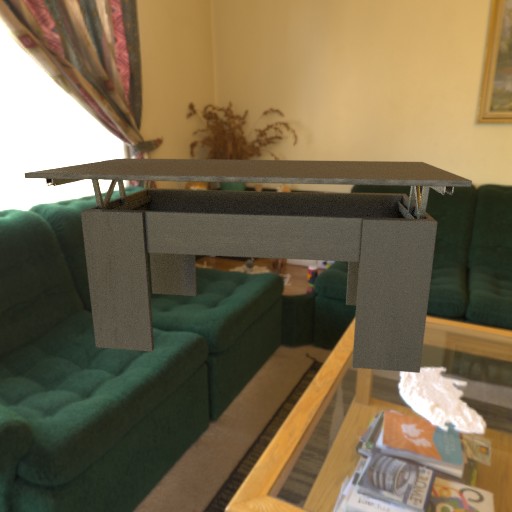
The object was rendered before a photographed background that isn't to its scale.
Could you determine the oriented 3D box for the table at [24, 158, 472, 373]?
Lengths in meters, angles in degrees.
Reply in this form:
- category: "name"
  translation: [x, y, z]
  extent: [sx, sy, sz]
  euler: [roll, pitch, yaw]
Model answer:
- category: "table"
  translation: [0.000, 0.000, 1.390]
  extent: [1.000, 0.570, 0.711]
  euler: [3, 17, 9]
